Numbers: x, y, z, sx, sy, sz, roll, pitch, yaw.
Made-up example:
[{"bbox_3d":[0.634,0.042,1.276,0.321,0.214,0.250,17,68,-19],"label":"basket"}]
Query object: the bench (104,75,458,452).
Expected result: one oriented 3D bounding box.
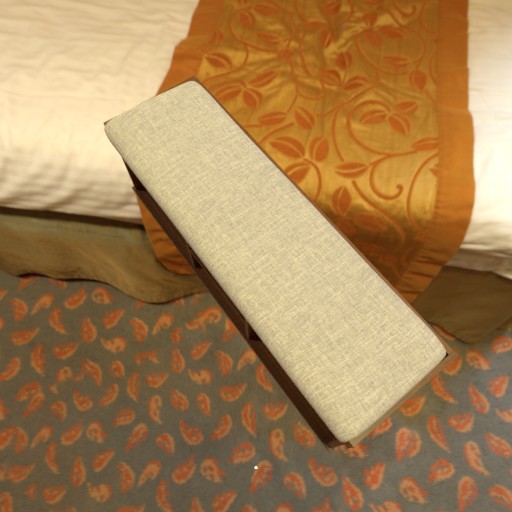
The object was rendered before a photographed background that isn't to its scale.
[{"bbox_3d":[0.000,0.000,1.442,0.367,0.468,1.196,-34,69,-15],"label":"bench"}]
